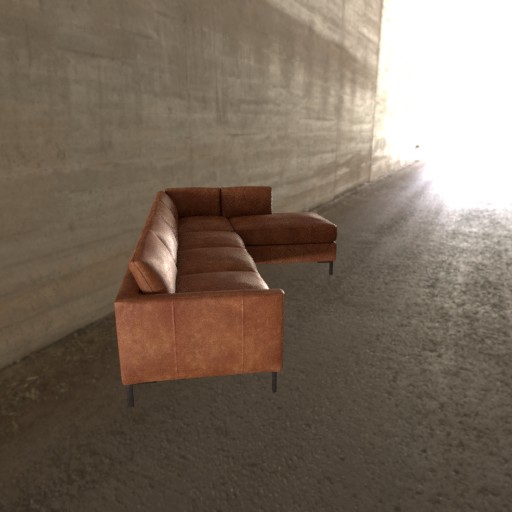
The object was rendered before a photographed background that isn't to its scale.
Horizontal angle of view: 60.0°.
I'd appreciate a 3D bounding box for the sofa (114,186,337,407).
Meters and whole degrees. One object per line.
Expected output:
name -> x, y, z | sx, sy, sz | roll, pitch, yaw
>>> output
sofa -> 0.000, 0.000, 3.859 | 1.938, 0.877, 2.984 | -3, 16, -9
